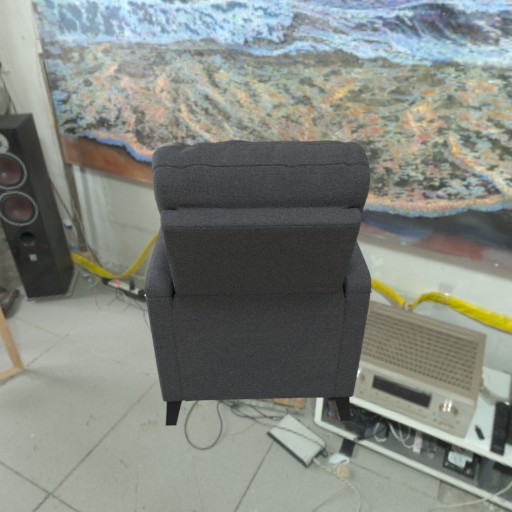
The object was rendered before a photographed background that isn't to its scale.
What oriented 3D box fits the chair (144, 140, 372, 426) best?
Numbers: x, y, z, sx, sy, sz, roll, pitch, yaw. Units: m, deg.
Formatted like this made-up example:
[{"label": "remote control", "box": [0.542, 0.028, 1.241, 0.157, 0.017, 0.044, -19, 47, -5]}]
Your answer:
[{"label": "chair", "box": [0.000, 0.000, 1.656, 0.710, 1.049, 0.922, -1, 31, -2]}]
